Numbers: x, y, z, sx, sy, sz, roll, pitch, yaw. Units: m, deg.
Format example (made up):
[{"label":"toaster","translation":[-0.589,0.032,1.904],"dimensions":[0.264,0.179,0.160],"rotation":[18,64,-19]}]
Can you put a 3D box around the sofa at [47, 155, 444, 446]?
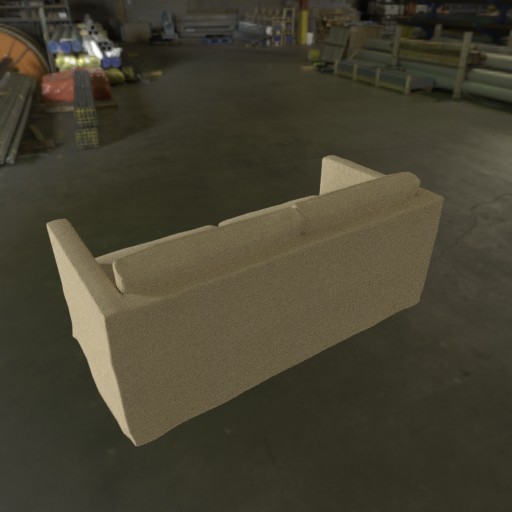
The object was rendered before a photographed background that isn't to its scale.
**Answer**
[{"label":"sofa","translation":[0.000,0.000,2.488],"dimensions":[1.959,0.835,0.962],"rotation":[-19,36,-29]}]
